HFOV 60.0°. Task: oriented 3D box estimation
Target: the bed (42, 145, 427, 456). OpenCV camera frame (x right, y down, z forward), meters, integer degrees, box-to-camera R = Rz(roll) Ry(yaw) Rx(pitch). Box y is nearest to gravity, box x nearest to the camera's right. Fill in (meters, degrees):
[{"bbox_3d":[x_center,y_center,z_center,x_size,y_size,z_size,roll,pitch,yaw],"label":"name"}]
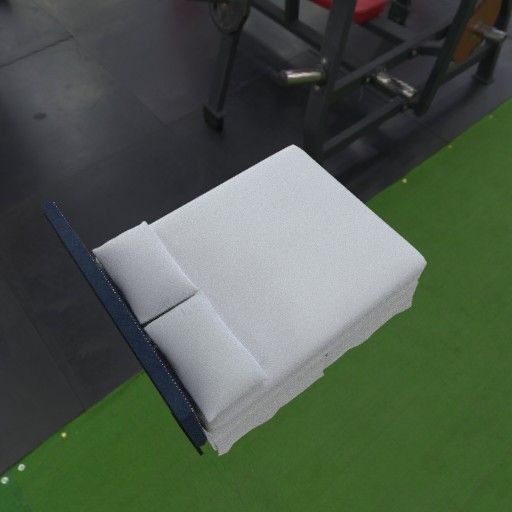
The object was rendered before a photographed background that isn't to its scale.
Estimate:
[{"bbox_3d":[0.000,0.000,3.241,2.153,1.518,1.725,-33,64,-19],"label":"bed"}]
